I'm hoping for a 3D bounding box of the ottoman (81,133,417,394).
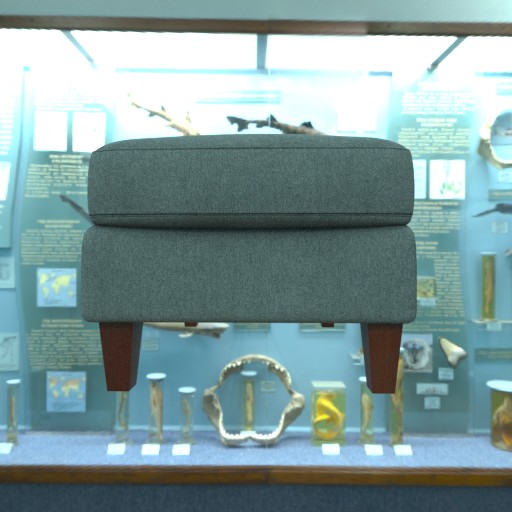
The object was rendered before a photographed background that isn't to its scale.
[{"bbox_3d":[0.000,0.000,1.166,0.584,0.483,0.864,0,0,2],"label":"ottoman"}]
